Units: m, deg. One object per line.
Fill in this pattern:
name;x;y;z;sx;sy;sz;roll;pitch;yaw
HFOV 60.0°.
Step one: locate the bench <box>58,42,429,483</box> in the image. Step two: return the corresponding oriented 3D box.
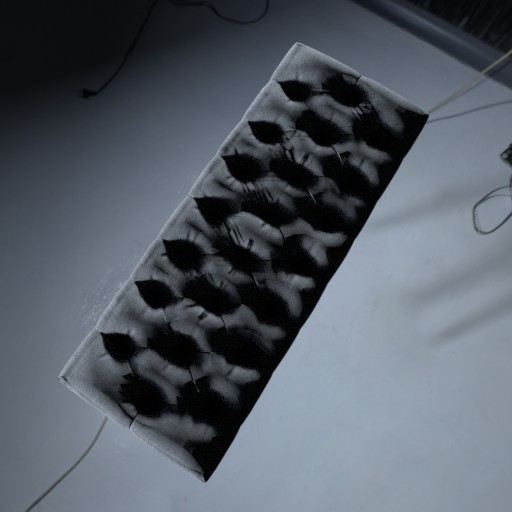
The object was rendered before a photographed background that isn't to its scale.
bench;0.000;0.000;1.272;0.417;0.470;1.052;32;79;7
